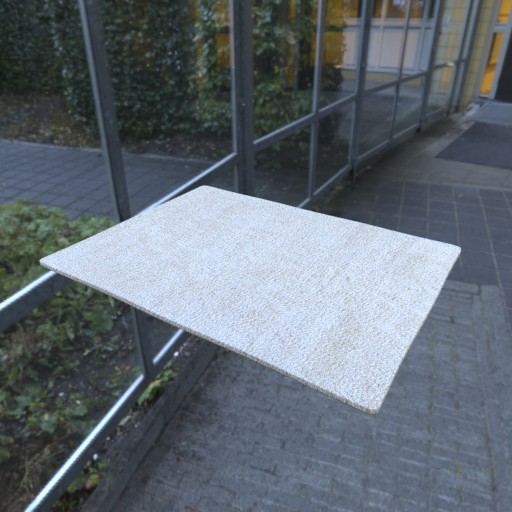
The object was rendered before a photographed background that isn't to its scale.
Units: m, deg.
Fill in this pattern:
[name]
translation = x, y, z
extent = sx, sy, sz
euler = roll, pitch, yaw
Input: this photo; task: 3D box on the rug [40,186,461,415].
[rug]
translation = 0.000, 0.000, 2.085
extent = 1.600, 0.027, 1.200
euler = 18, 33, 29
